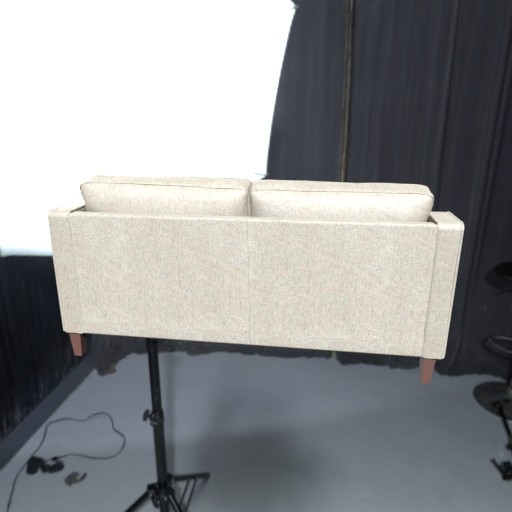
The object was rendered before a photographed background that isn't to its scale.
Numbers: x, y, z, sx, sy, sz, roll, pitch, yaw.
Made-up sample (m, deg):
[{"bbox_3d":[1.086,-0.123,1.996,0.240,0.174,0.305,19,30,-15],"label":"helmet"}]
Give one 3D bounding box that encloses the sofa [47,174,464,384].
[{"bbox_3d":[0.000,0.000,2.876,2.181,1.074,1.073,2,17,8],"label":"sofa"}]
